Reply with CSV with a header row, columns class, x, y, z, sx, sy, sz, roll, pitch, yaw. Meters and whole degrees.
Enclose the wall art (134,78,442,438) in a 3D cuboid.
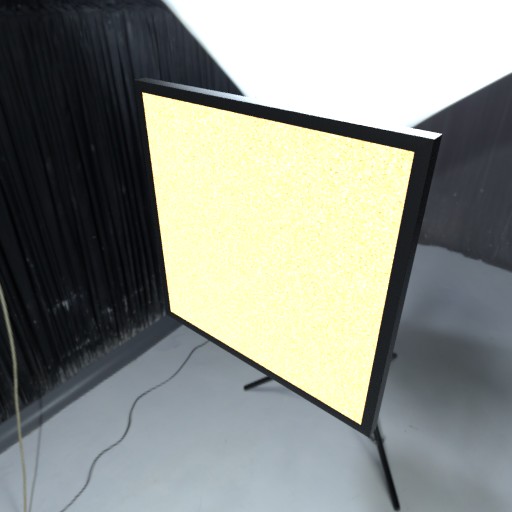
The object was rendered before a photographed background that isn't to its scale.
class,x,y,z,sx,sy,sz,roll,pitch,yaw
wall art,0.000,0.000,1.116,0.756,0.755,0.036,23,39,32
